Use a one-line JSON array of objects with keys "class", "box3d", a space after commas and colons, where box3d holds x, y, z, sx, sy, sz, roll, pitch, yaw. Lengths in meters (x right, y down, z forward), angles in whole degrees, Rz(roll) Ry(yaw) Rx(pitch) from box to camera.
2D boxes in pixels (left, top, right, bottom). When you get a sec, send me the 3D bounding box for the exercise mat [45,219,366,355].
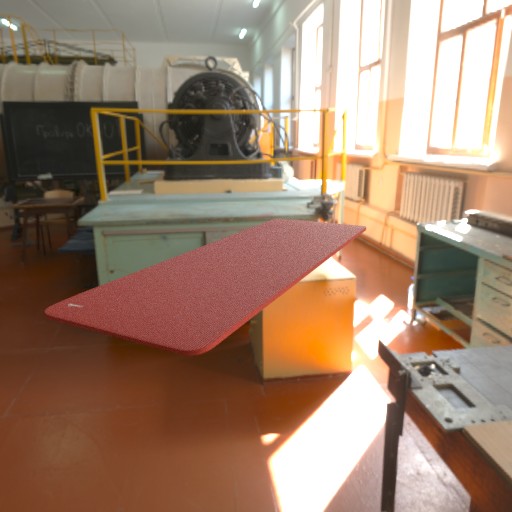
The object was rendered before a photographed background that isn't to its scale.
[{"class": "exercise mat", "box3d": [0.000, 0.000, 2.065, 0.616, 0.021, 1.869, 7, 17, 26]}]
